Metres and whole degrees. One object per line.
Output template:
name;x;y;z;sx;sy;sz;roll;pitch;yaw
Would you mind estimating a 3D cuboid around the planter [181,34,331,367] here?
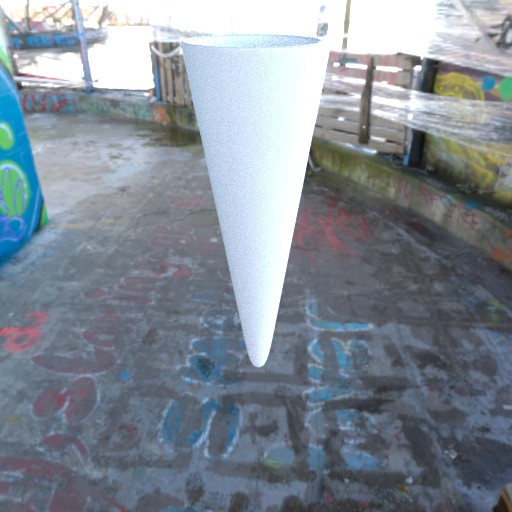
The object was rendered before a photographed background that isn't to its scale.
planter;0.000;0.000;0.220;0.057;0.193;0.064;2;30;3
